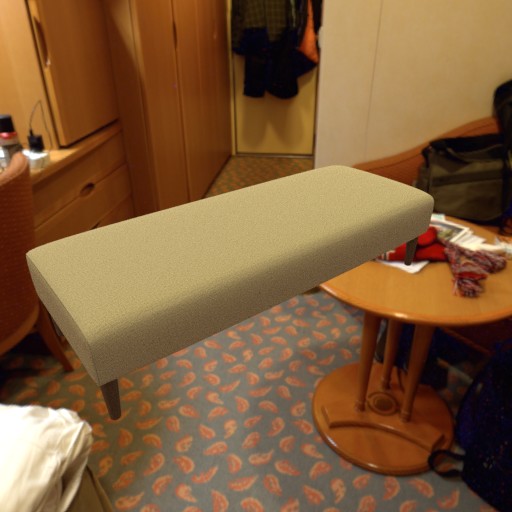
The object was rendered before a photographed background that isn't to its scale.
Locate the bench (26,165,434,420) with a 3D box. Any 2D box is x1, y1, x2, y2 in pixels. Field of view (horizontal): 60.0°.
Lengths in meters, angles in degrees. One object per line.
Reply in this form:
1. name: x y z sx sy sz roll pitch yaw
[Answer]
1. bench: 0.000 0.000 1.861 1.609 0.393 0.646 -21 35 -33
